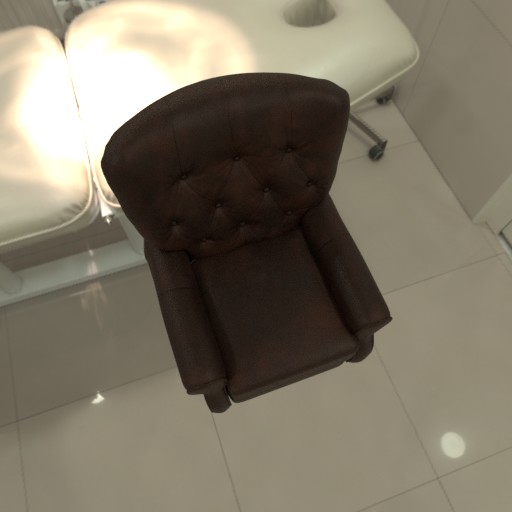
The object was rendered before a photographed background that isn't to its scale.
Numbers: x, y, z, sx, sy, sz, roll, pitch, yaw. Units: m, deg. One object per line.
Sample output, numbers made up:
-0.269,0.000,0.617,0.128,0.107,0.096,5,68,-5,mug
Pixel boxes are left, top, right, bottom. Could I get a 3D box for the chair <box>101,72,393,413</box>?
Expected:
0.000,0.000,1.933,0.948,1.158,1.058,-18,65,-8,chair
